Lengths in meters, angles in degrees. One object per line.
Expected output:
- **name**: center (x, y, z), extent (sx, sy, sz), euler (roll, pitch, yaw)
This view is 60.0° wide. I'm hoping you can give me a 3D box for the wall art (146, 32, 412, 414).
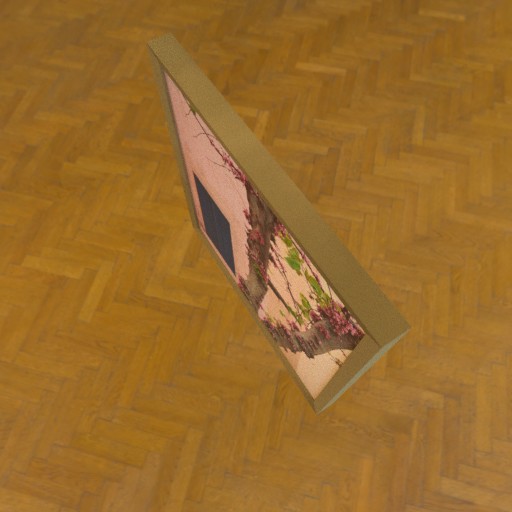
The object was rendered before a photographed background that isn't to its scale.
- **wall art**: center (0.000, 0.000, 0.749), extent (0.038, 0.508, 0.507), euler (-30, 67, -14)
